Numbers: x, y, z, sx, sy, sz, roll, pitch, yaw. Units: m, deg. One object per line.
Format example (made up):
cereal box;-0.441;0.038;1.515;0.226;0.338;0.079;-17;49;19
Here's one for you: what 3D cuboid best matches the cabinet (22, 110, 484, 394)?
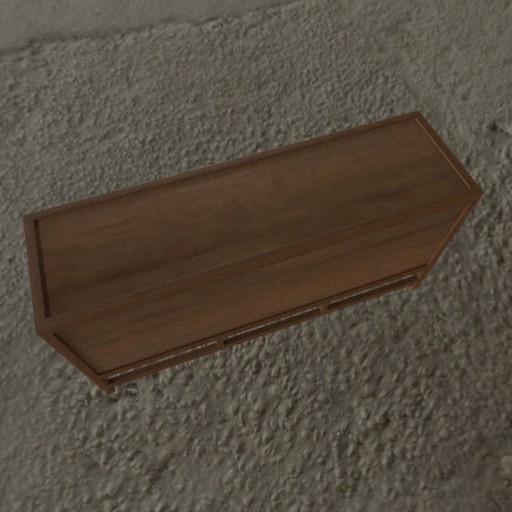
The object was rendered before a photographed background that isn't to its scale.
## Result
cabinet;0.000;0.000;2.061;1.708;0.820;0.522;-17;61;-10
